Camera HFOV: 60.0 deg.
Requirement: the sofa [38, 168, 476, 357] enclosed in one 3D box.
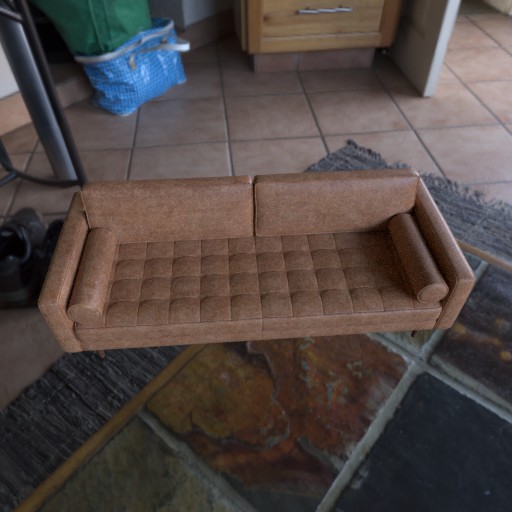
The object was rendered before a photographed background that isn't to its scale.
[{"bbox_3d":[0.000,0.000,2.614,2.200,0.770,0.919,-3,46,-3],"label":"sofa"}]
